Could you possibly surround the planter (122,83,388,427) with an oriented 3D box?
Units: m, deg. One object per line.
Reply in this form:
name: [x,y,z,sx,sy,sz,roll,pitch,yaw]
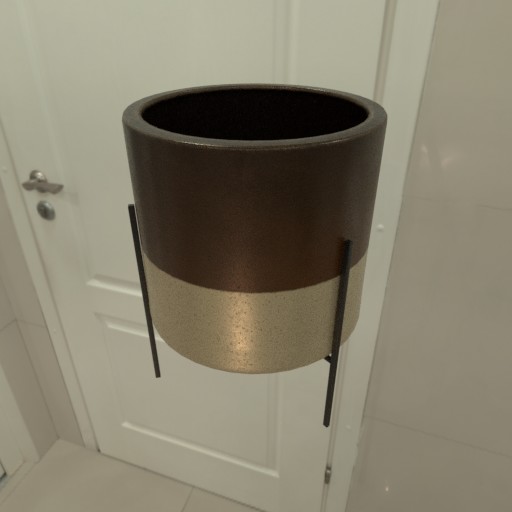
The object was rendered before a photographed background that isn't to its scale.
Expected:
planter: [0.000,0.000,0.708,0.345,0.465,0.354,11,33,17]
